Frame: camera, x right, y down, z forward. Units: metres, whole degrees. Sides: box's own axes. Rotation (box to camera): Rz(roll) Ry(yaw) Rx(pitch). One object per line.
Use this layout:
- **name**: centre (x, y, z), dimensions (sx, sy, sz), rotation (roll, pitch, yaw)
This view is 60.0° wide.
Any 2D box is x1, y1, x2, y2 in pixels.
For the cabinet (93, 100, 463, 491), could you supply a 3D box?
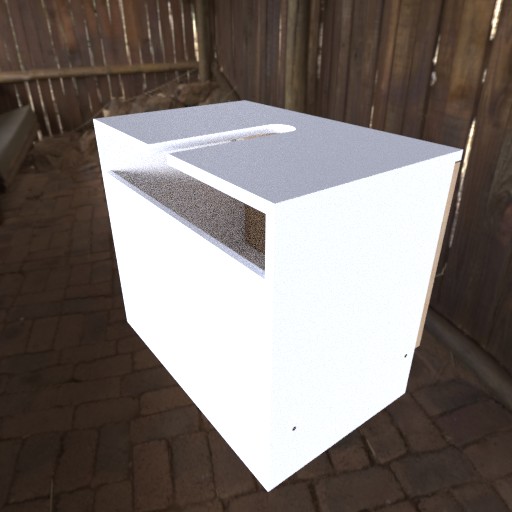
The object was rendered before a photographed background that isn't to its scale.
- **cabinet**: centre (0.000, 0.000, 0.944), dimensions (0.400, 0.522, 0.600), rotation (-20, 34, -32)
